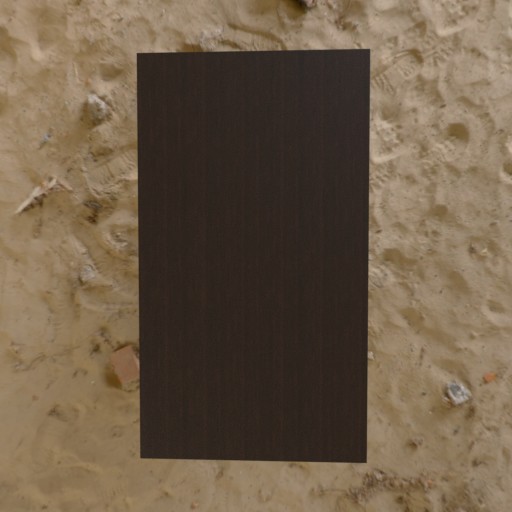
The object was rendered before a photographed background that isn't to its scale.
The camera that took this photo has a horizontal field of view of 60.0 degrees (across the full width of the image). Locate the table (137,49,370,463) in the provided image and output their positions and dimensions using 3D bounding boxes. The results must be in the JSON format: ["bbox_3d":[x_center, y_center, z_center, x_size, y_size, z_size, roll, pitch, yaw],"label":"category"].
[{"bbox_3d":[0.000,0.000,1.363,0.590,0.460,1.050,0,92,2],"label":"table"}]
